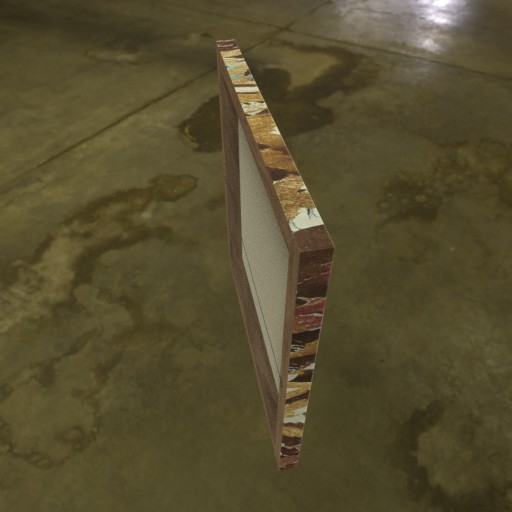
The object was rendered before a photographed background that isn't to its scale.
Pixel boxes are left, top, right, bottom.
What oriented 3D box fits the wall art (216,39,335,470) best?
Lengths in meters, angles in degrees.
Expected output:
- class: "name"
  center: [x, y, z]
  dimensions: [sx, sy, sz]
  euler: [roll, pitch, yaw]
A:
- class: "wall art"
  center: [0.000, 0.000, 0.884]
  dimensions: [0.041, 0.613, 0.609]
  euler: [-8, 46, -8]
